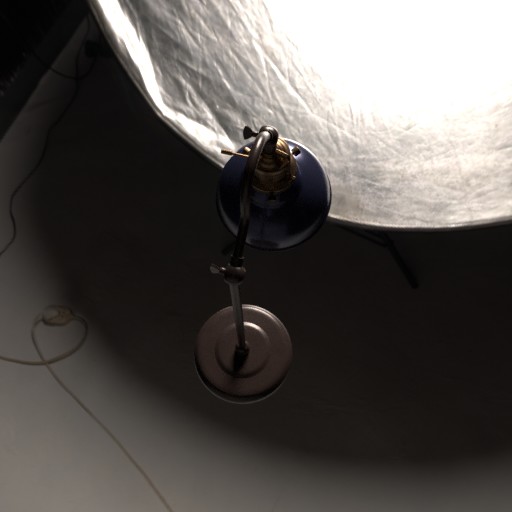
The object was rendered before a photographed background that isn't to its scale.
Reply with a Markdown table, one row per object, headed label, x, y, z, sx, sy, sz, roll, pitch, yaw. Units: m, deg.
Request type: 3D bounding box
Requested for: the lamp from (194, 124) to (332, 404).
| label | x | y | z | sx | sy | sz | roll | pitch | yaw |
| --- | --- | --- | --- | --- | --- | --- | --- | --- | --- |
| lamp | 0.000 | 0.000 | 0.675 | 0.192 | 0.508 | 0.374 | 14 | 65 | 7 |
